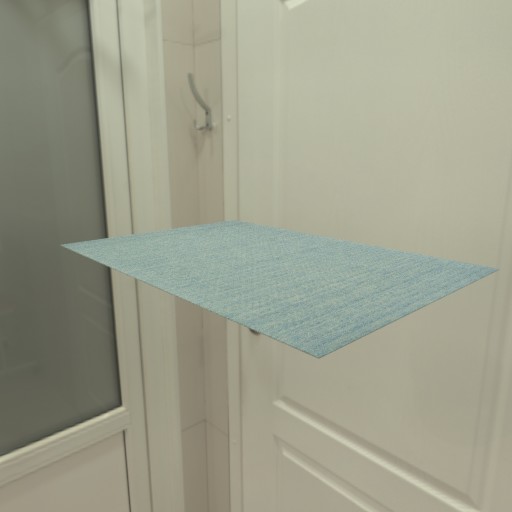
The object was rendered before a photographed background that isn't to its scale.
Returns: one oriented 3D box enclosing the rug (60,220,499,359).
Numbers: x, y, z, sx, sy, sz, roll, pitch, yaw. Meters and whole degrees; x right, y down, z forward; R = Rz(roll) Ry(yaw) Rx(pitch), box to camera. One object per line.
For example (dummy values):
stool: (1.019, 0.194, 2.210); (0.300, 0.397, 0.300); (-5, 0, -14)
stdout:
rug: (0.000, 0.000, 3.490); (1.982, 0.006, 2.895); (-13, 19, -41)
